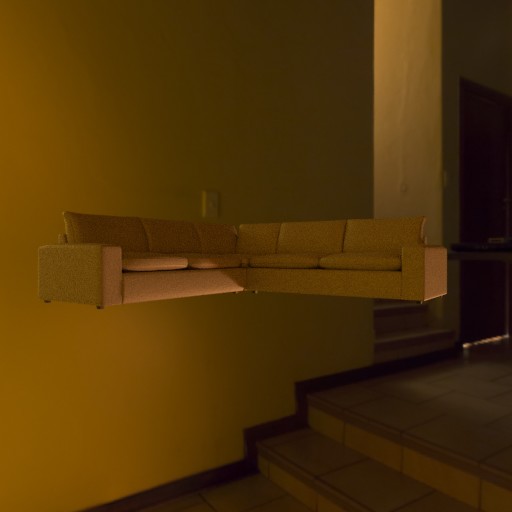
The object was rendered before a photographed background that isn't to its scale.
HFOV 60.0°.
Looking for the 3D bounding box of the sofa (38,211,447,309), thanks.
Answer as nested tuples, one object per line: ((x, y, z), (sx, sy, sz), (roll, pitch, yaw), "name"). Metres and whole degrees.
((0.000, 0.000, 4.082), (2.742, 0.800, 2.622), (0, 0, 35), "sofa")
